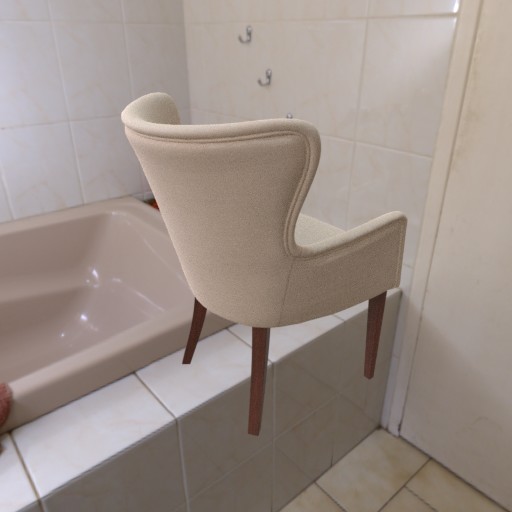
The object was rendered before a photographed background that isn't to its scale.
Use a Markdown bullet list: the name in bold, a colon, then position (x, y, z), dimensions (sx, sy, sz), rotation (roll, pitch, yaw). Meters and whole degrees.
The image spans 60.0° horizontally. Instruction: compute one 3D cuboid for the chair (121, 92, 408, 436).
- **chair**: position (0.000, 0.000, 1.469), dimensions (0.744, 0.990, 0.696), rotation (-19, 32, -33)
